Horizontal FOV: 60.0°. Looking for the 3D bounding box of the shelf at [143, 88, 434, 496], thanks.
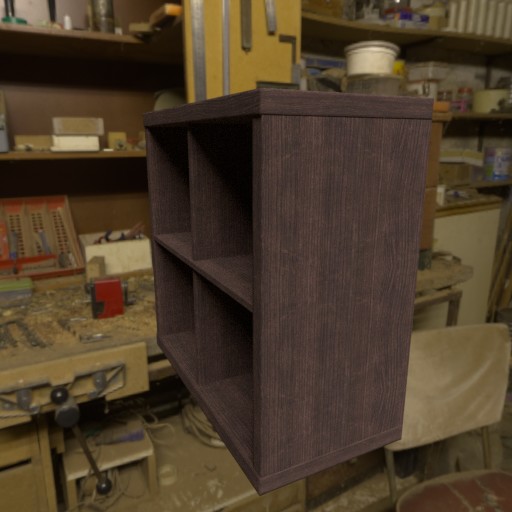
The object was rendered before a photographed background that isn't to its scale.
[{"bbox_3d":[0.000,0.000,1.234,0.390,0.786,0.790,-7,16,-26],"label":"shelf"}]
